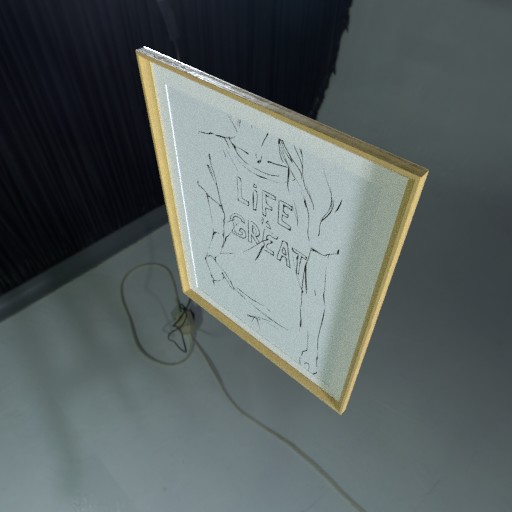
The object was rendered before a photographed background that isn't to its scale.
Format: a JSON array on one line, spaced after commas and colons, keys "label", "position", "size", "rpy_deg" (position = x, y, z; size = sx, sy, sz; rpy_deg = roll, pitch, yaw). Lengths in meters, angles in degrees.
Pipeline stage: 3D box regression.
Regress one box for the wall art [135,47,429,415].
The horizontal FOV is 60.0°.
[{"label": "wall art", "position": [0.000, 0.000, 1.330], "size": [0.798, 1.002, 0.030], "rpy_deg": [33, 55, 27]}]
